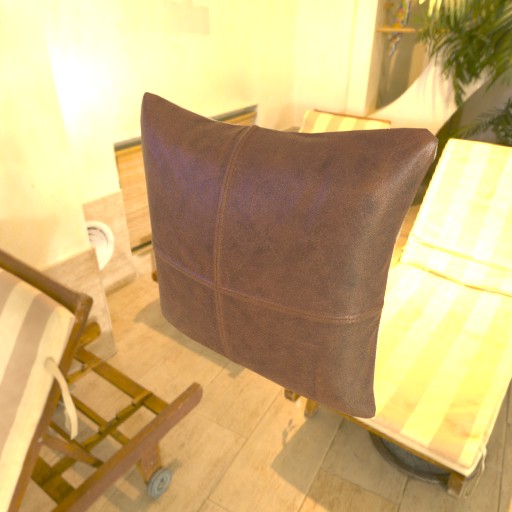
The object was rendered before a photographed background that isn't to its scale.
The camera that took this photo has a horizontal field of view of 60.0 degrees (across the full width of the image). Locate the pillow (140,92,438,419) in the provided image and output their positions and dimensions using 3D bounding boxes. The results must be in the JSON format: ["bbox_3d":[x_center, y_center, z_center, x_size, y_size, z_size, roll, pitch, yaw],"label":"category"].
[{"bbox_3d":[0.000,0.000,0.717,0.484,0.470,0.192,19,35,30],"label":"pillow"}]
